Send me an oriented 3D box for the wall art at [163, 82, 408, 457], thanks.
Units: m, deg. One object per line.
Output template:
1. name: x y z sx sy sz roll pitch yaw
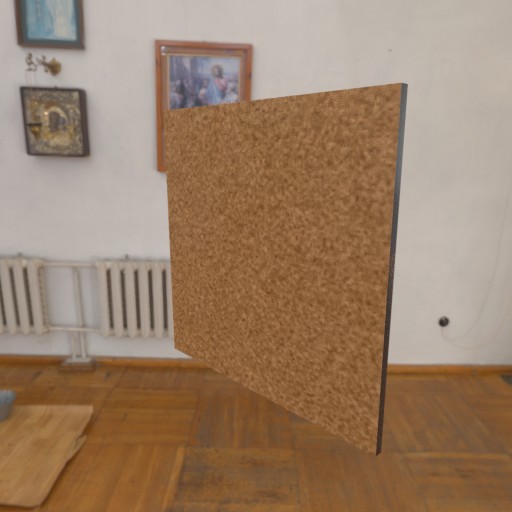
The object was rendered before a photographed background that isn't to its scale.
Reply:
1. wall art: 0.000 0.000 0.668 0.014 0.445 0.446 -13 18 -43
